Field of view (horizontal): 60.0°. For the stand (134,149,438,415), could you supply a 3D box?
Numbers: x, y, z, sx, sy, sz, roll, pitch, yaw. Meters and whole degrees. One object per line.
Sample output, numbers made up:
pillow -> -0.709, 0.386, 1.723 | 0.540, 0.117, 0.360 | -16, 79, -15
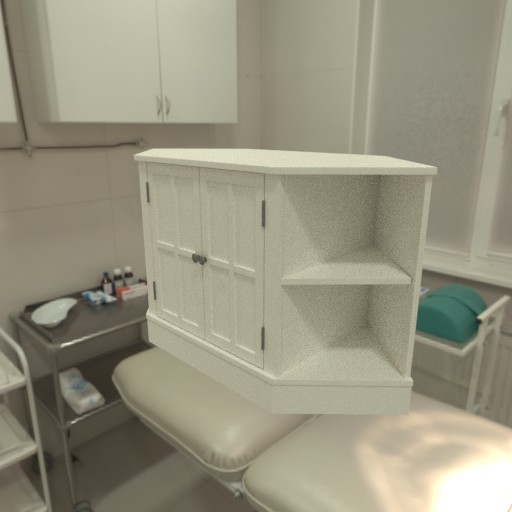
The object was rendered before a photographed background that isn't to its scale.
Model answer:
stand -> 0.000, 0.000, 1.382 | 1.072, 0.614, 0.477 | 15, 22, 42
